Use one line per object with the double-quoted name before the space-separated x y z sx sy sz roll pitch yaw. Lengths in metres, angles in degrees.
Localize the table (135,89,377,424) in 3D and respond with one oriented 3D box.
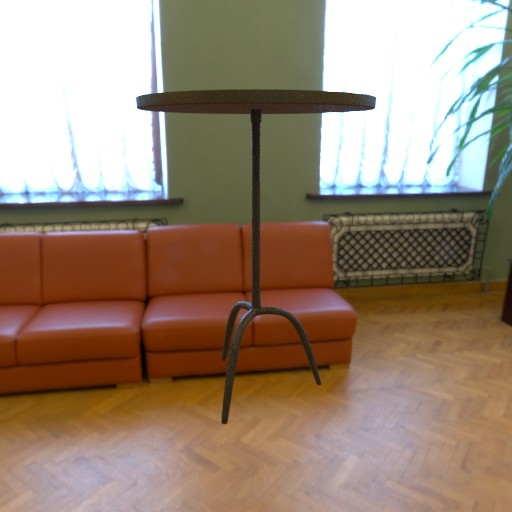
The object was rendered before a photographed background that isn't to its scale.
"table" 0.000 0.000 1.050 0.502 0.700 0.502 -3 16 -10
